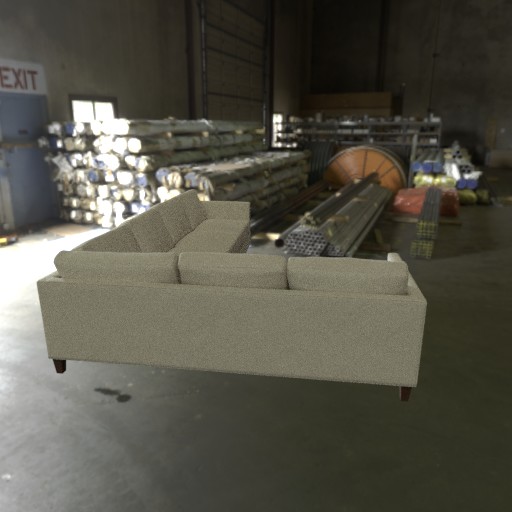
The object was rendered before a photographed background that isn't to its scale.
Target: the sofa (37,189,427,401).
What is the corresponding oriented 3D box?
[{"bbox_3d":[0.000,0.000,4.242,2.432,0.863,3.182,2,17,8],"label":"sofa"}]
